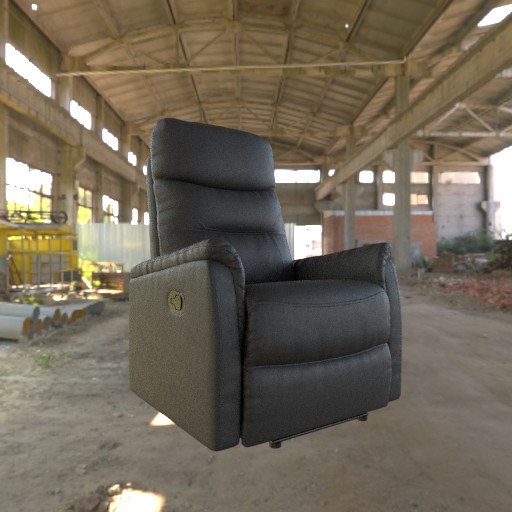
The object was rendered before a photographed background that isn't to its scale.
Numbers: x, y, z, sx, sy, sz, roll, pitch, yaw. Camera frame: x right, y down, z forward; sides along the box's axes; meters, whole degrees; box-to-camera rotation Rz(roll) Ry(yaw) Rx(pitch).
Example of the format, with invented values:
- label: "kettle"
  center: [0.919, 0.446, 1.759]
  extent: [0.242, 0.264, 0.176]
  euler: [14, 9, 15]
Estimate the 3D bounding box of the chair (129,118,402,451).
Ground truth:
- label: "chair"
  center: [0.000, 0.000, 1.646]
  extent: [0.775, 1.082, 0.831]
  euler: [0, 0, -35]
